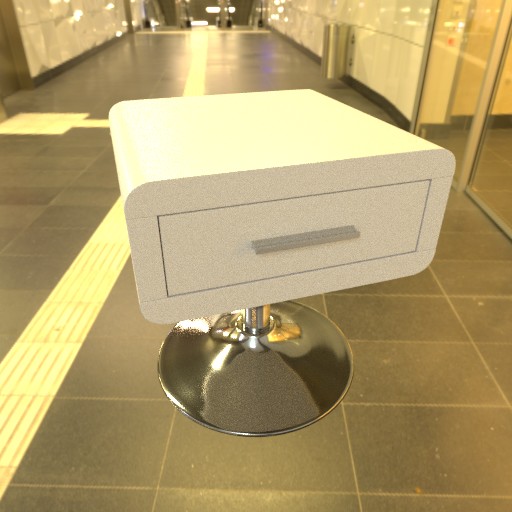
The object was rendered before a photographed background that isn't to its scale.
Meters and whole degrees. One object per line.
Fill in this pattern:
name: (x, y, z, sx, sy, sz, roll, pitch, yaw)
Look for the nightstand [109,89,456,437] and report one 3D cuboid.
nightstand: (0.000, 0.000, 0.747, 0.399, 0.447, 0.404, -10, 32, -15)
